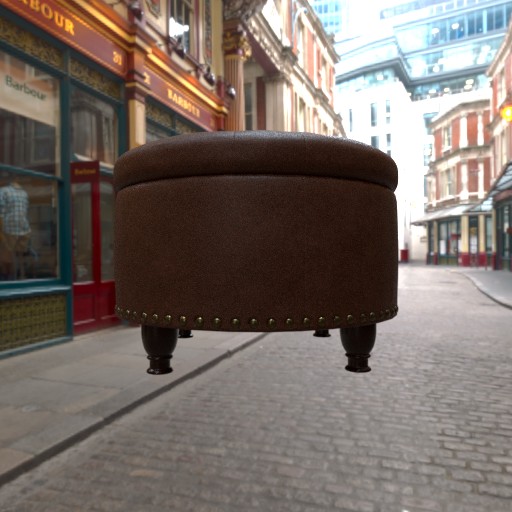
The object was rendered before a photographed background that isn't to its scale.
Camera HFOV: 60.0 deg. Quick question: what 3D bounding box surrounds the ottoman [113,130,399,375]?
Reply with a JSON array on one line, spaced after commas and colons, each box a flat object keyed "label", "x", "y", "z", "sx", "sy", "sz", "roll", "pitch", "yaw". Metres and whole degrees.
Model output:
[{"label": "ottoman", "x": 0.000, "y": 0.000, "z": 1.038, "sx": 0.637, "sy": 0.442, "sz": 0.637, "roll": 0, "pitch": 0, "yaw": 0}]
